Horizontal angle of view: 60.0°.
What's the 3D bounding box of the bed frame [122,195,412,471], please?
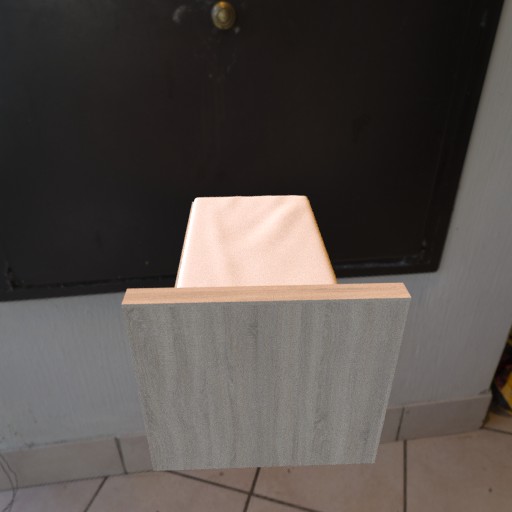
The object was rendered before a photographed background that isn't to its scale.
[{"bbox_3d":[0.000,0.000,2.664,0.990,0.920,2.140,-1,31,-2],"label":"bed frame"}]
